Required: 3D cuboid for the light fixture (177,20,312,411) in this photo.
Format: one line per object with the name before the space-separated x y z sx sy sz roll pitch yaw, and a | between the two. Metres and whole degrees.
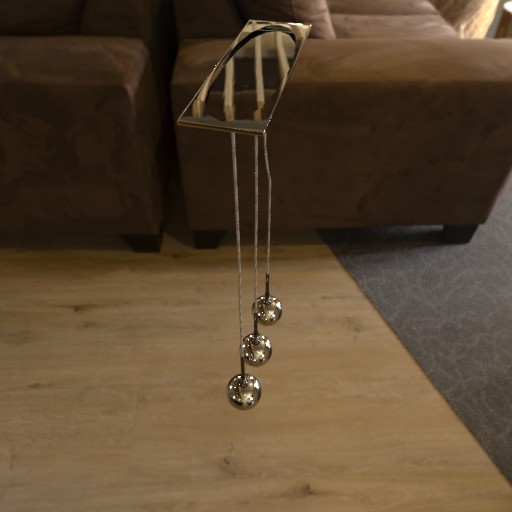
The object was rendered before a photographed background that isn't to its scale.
light fixture | 0.000 0.000 1.631 0.188 1.408 0.623 10 47 10
